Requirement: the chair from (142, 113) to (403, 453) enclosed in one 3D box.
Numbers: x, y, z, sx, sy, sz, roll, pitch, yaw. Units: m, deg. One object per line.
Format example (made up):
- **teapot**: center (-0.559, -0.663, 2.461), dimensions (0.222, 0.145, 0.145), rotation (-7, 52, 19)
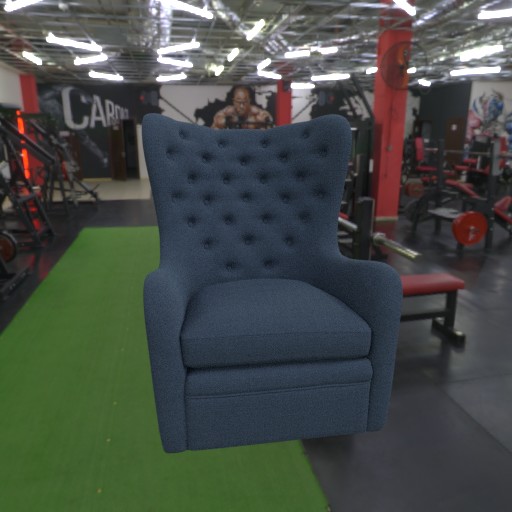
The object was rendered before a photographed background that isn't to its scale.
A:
- **chair**: center (0.000, 0.000, 1.739), dimensions (0.831, 1.079, 0.930), rotation (-3, 16, -9)
